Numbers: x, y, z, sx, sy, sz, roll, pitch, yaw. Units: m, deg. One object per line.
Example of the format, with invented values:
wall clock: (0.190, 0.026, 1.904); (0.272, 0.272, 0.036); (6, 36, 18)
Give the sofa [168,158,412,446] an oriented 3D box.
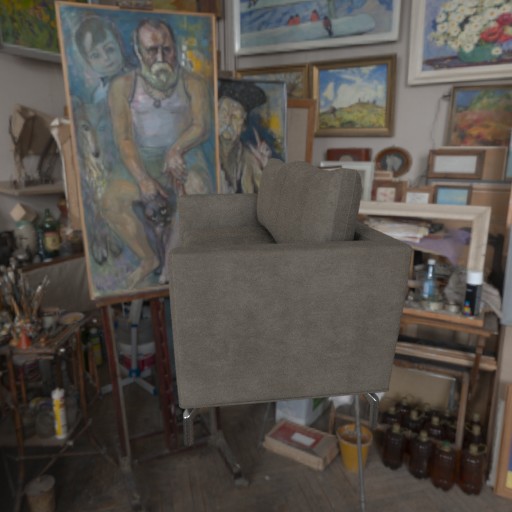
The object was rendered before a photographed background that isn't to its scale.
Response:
sofa: (0.000, 0.000, 2.414); (0.855, 1.013, 1.832); (-2, 14, -8)
